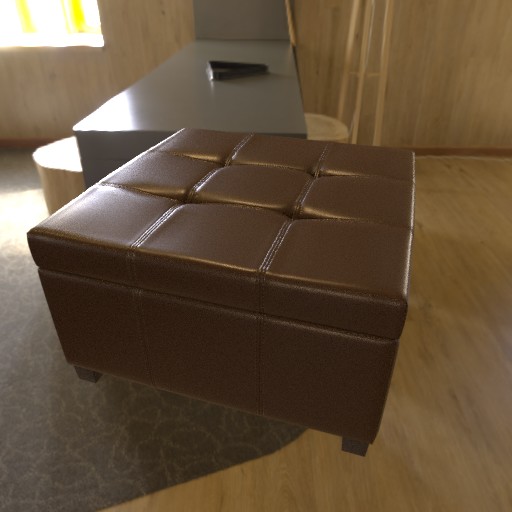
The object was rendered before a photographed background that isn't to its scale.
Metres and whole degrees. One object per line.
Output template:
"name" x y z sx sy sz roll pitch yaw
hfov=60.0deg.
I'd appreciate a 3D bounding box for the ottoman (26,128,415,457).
"ottoman" 0.000 0.000 1.252 0.788 0.460 0.787 10 34 15
